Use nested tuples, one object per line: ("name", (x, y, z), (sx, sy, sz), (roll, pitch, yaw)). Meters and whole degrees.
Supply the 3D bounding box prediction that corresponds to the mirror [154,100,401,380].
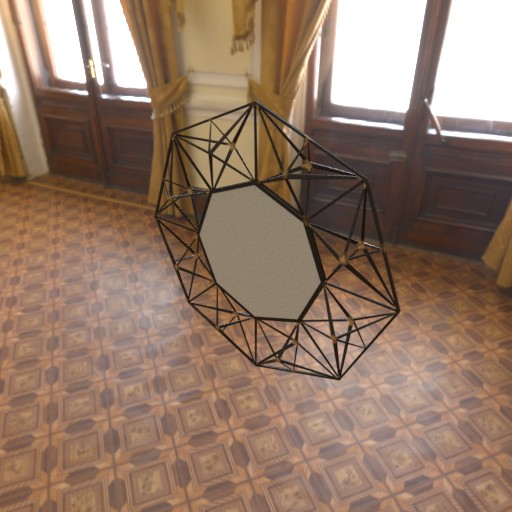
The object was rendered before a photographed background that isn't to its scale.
("mirror", (0.000, 0.000, 1.053), (0.710, 0.710, 0.094), (21, 37, 31))
